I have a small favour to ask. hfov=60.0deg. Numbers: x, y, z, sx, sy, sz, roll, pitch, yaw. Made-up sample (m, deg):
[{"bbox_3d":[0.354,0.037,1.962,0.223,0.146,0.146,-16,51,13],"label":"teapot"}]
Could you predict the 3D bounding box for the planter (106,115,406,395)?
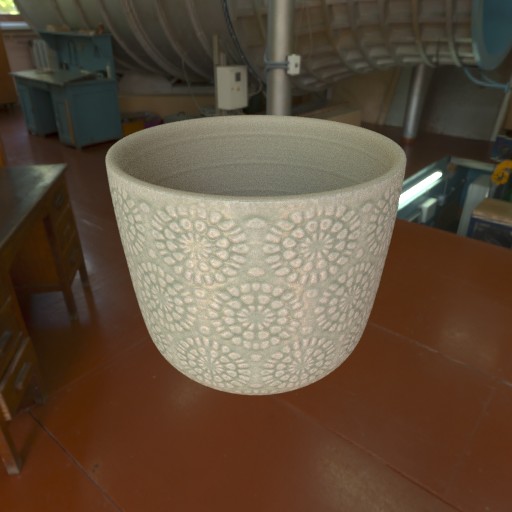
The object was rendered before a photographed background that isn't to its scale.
[{"bbox_3d":[0.000,0.000,0.216,0.124,0.109,0.124,0,29,0],"label":"planter"}]
